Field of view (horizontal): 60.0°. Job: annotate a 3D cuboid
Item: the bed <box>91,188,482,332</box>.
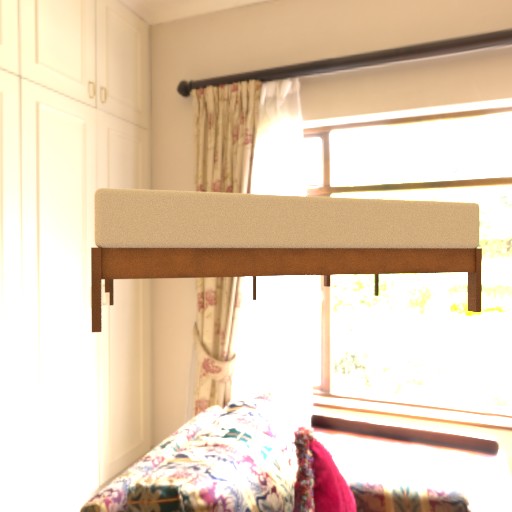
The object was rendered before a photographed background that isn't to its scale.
[{"bbox_3d":[0.000,0.000,3.090,2.049,0.616,1.930,0,1,-17],"label":"bed"}]
